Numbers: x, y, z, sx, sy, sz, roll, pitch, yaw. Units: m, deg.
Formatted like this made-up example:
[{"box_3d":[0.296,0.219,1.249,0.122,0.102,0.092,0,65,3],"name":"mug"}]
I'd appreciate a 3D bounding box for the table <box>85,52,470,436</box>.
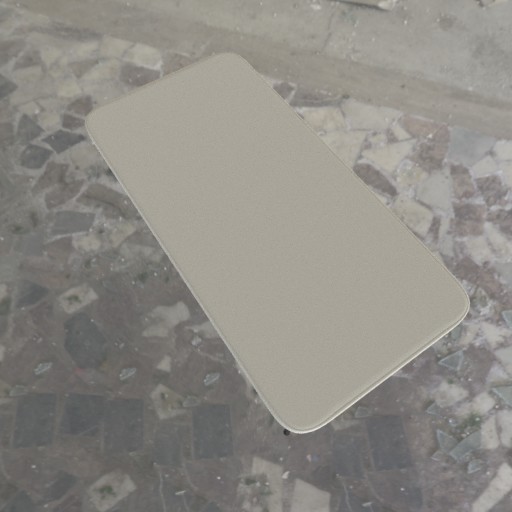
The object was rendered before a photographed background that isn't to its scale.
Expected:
[{"box_3d":[0.000,0.000,1.637,0.610,0.737,1.219,-31,67,-15],"name":"table"}]
